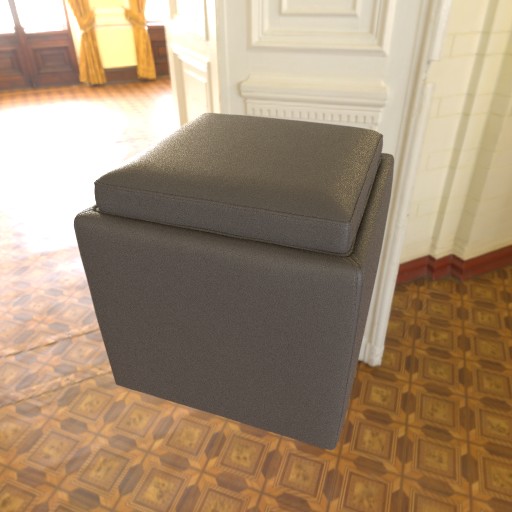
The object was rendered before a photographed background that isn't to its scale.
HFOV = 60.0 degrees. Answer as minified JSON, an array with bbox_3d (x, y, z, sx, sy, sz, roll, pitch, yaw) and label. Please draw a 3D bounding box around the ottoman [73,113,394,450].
[{"bbox_3d":[0.000,0.000,0.857,0.451,0.460,0.450,11,35,16],"label":"ottoman"}]
